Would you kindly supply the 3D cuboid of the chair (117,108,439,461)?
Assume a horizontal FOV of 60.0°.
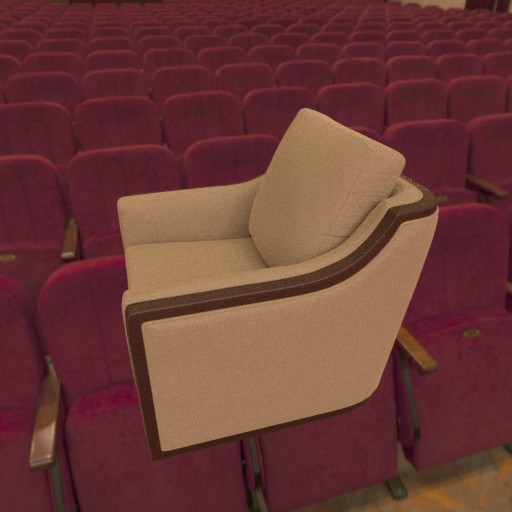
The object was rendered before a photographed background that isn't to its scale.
[{"bbox_3d":[0.000,0.000,1.638,0.950,0.930,0.870,-8,31,-14],"label":"chair"}]
